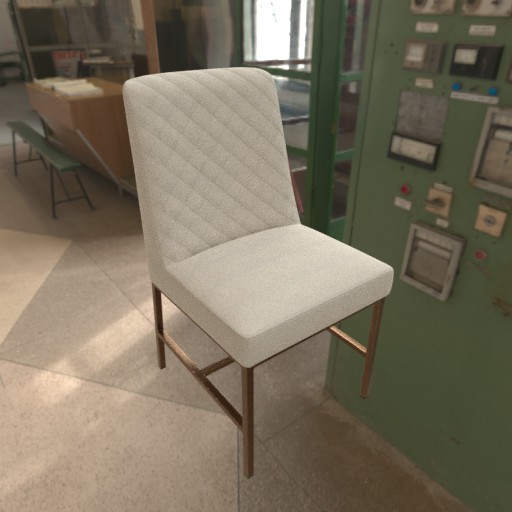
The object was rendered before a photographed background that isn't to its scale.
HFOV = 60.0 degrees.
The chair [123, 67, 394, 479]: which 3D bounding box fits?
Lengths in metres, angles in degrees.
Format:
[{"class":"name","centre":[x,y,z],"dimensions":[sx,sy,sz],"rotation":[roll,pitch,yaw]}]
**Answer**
[{"class":"chair","centre":[0.000,0.000,1.259],"dimensions":[0.503,0.933,0.597],"rotation":[-20,35,-32]}]
